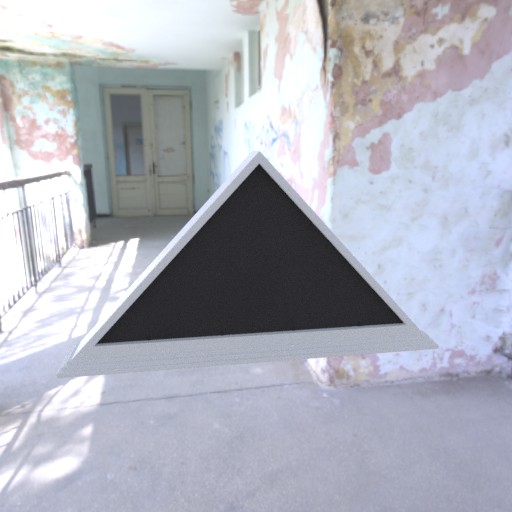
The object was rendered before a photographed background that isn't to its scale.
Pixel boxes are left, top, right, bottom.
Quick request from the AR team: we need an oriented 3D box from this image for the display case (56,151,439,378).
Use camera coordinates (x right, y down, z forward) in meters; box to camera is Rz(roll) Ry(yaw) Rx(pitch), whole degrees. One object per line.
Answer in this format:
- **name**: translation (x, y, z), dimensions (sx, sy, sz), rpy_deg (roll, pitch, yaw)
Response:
- **display case**: translation (0.000, 0.000, 0.739), dimensions (0.640, 0.340, 0.095), rpy_deg (-2, 14, -9)
